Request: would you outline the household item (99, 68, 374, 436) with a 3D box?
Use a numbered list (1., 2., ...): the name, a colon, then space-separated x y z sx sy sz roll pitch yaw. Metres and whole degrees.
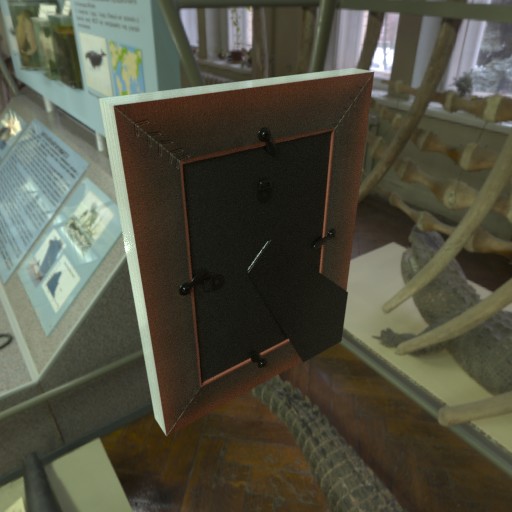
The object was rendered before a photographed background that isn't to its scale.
1. household item: 0.000 0.000 0.293 0.165 0.216 0.025 -20 36 -30
